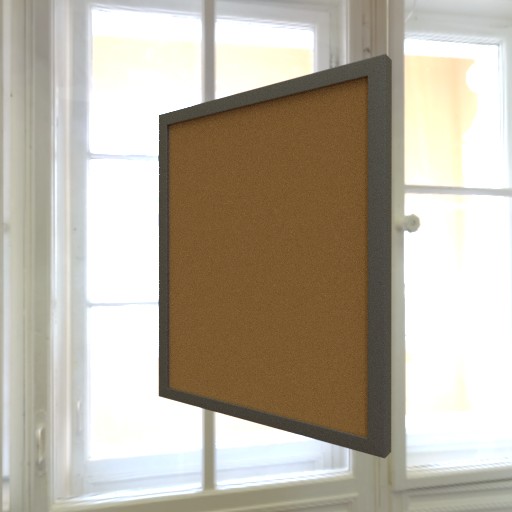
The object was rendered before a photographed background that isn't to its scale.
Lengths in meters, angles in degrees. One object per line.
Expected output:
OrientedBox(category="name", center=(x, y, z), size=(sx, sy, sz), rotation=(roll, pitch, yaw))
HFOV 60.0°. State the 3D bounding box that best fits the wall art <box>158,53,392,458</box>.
OrientedBox(category="wall art", center=(0.000, 0.000, 0.755), size=(0.458, 0.558, 0.029), rotation=(0, 0, 36))
